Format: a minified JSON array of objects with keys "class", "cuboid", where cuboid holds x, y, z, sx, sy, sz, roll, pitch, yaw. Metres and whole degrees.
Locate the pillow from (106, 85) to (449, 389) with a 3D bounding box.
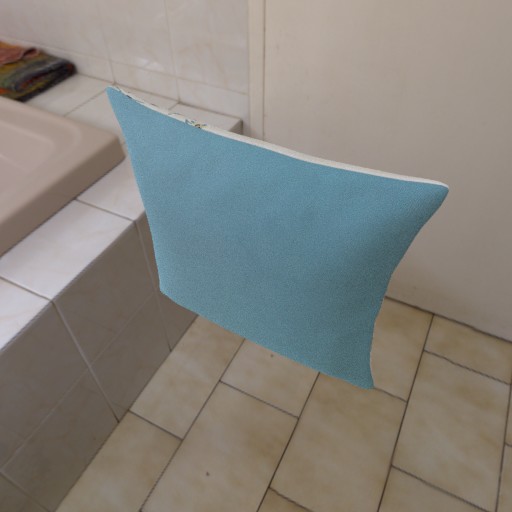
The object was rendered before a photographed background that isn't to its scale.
[{"class":"pillow","cuboid":[0.000,0.000,0.784,0.526,0.507,0.166,22,50,20]}]
